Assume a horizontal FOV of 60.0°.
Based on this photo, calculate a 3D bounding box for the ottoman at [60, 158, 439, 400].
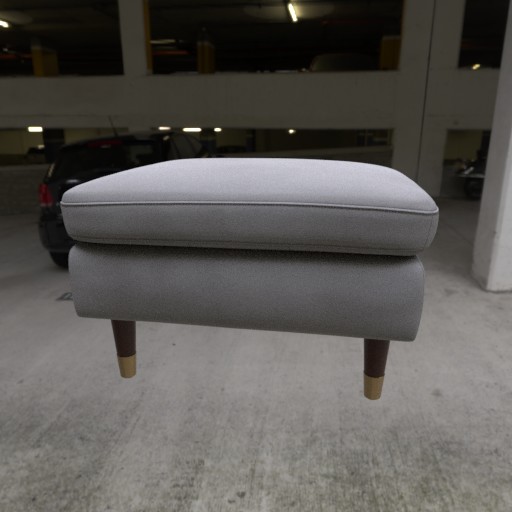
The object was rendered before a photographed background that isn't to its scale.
[{"bbox_3d":[0.000,0.000,1.120,0.747,0.478,0.593,2,17,8],"label":"ottoman"}]
